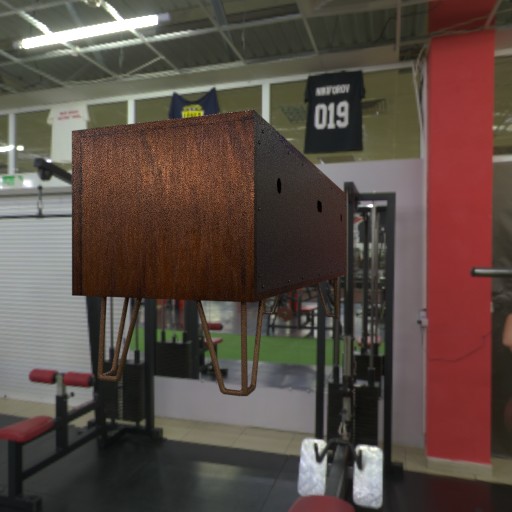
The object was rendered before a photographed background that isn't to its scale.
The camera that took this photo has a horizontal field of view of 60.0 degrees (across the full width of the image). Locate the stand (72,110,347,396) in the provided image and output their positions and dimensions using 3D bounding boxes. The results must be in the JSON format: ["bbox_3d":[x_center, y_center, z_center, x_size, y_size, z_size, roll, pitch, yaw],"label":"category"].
[{"bbox_3d":[0.000,0.000,1.643,0.481,0.610,1.372,0,0,19],"label":"stand"}]
